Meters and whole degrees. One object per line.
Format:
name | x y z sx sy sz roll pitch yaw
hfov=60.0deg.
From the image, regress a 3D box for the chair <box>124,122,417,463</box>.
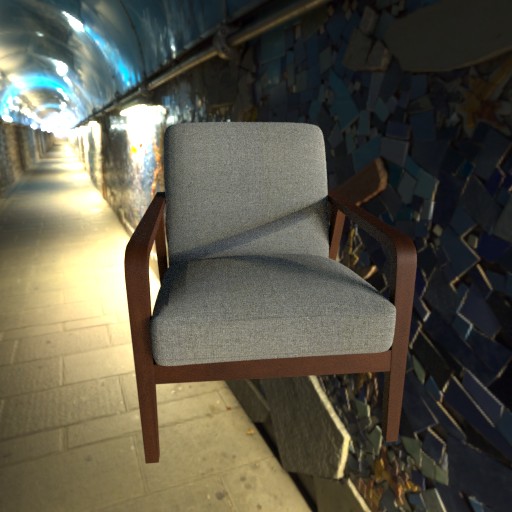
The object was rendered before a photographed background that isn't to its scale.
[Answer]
chair | 0.000 0.000 1.444 0.704 0.847 0.858 -2 16 -7
